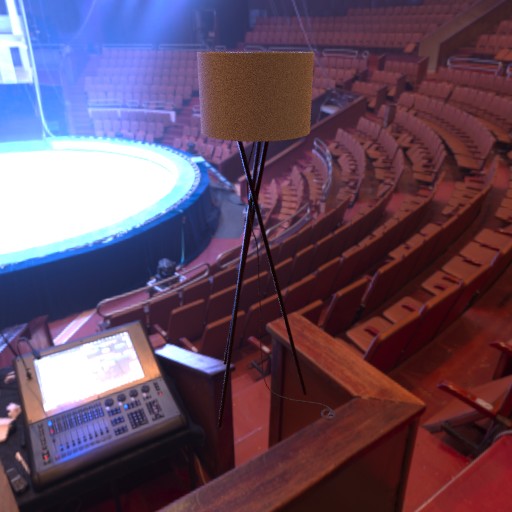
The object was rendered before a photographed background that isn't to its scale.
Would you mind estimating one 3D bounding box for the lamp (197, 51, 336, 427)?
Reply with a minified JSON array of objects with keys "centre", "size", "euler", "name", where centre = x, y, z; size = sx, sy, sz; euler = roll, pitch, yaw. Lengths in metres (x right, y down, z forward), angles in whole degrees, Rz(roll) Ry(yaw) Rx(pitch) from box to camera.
[{"centre":[0.000,0.000,1.943],"size":[0.522,1.624,0.667],"euler":[-17,30,-31],"name":"lamp"}]
